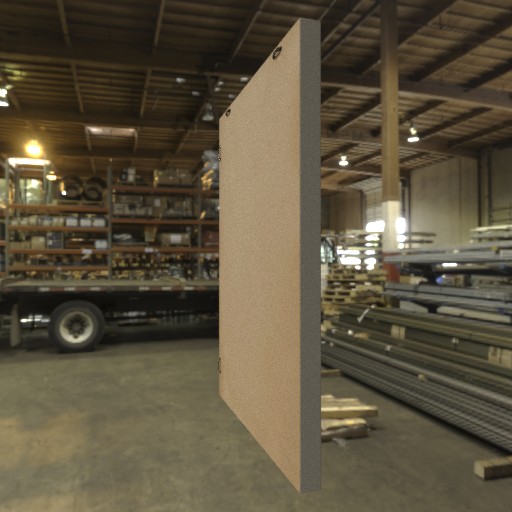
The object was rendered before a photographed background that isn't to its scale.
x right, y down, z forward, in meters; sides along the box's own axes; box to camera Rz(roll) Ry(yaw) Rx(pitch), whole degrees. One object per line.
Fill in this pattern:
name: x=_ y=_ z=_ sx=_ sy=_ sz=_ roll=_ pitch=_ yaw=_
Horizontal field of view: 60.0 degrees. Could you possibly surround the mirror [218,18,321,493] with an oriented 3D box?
mirror: x=0.000 y=0.000 z=0.906 sx=0.040 sy=0.710 sz=0.507 roll=0 pitch=0 yaw=-18
